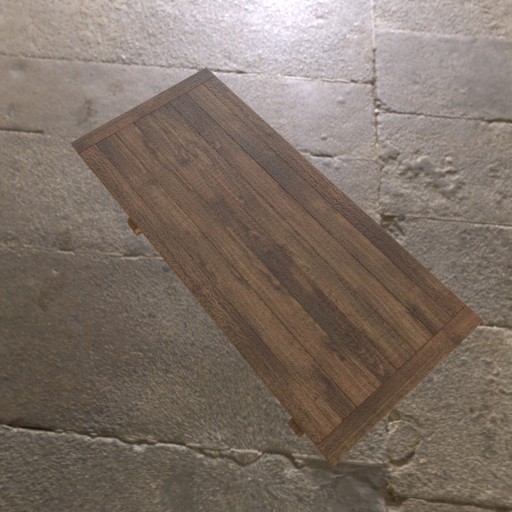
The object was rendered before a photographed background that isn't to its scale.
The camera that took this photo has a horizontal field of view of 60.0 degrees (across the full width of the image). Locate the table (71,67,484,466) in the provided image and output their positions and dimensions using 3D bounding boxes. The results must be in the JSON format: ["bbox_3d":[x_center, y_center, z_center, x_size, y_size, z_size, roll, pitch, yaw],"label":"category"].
[{"bbox_3d":[0.000,0.000,2.483,0.907,0.733,2.031,-36,69,-16],"label":"table"}]
